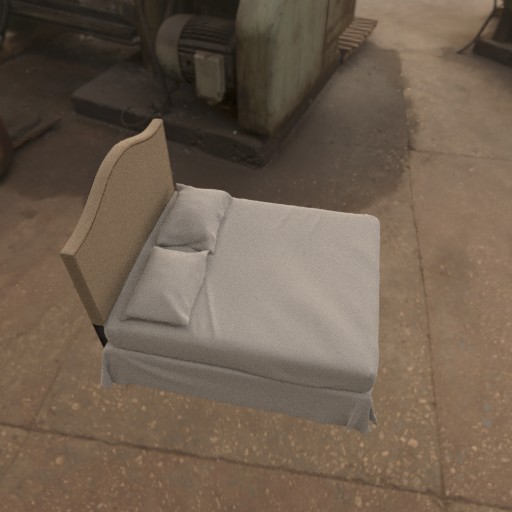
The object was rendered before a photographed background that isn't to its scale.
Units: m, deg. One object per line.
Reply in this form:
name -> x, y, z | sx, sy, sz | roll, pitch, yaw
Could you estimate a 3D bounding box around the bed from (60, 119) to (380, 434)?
bed -> 0.000, 0.000, 3.483 | 2.221, 1.645, 1.876 | 8, 47, 8
